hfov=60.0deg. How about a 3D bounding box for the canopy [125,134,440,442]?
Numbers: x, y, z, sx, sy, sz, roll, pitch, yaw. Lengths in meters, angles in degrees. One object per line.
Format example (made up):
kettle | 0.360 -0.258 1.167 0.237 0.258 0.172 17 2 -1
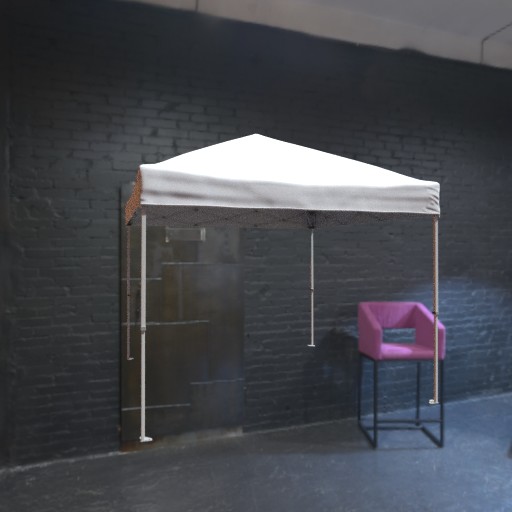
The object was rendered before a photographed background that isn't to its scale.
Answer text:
canopy | 0.000 0.000 5.465 2.996 2.997 2.998 0 1 -18
